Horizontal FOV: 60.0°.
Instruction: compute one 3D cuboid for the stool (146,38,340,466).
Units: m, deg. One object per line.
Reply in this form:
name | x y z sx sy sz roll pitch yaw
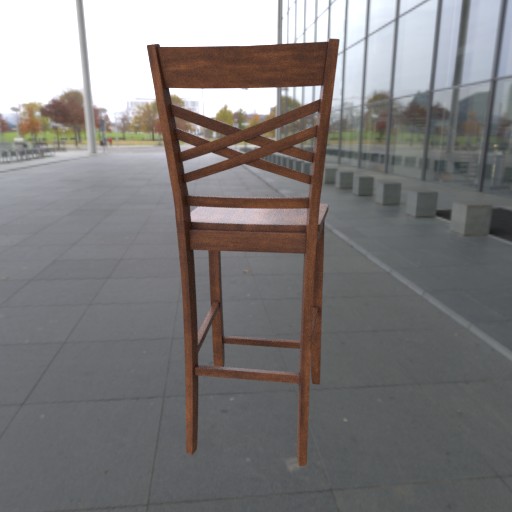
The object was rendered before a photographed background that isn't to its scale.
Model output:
stool | 0.000 0.000 1.332 0.426 1.098 0.504 2 15 8
